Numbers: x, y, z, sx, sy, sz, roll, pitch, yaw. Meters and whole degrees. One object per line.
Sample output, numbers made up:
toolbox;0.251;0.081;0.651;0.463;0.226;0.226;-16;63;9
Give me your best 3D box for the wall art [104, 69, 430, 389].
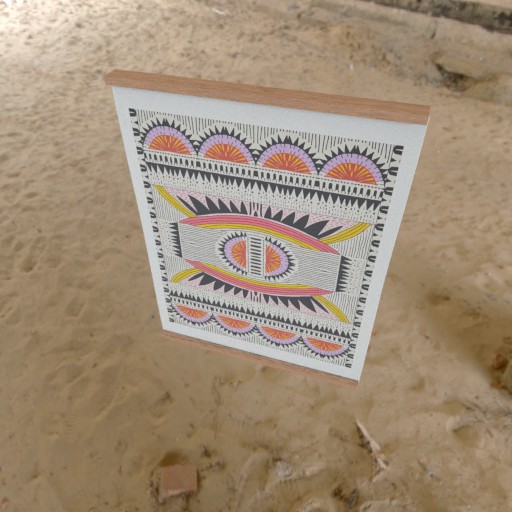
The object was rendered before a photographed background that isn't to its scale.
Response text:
wall art;0.000;0.000;0.704;0.403;0.527;0.028;12;42;13
